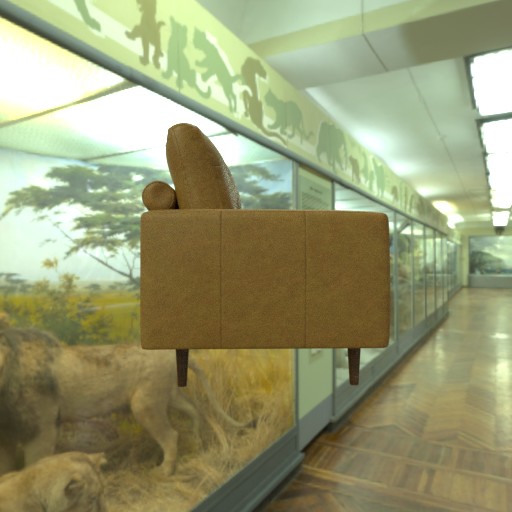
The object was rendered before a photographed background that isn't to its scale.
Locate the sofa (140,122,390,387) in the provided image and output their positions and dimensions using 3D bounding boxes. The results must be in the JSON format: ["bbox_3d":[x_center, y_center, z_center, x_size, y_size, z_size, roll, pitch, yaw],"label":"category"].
[{"bbox_3d":[0.000,0.000,2.268,0.850,0.898,1.821,0,0,-2],"label":"sofa"}]
